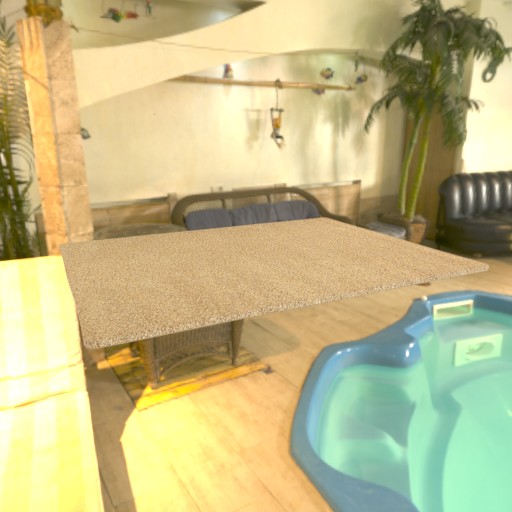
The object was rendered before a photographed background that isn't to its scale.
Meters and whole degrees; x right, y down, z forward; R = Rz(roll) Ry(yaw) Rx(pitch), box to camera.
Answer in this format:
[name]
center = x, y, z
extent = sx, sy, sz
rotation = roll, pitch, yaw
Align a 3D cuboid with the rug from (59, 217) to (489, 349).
[rug]
center = 0.000, 0.000, 2.029
extent = 1.600, 0.025, 1.199
rotation = -8, 17, -25
